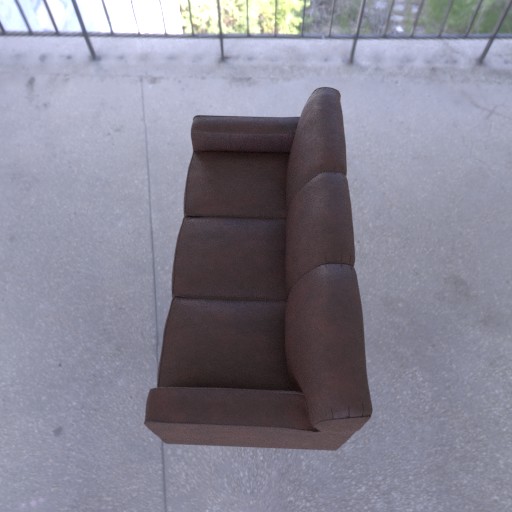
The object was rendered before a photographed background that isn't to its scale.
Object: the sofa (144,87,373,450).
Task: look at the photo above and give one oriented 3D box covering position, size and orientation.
[{"bbox_3d":[0.000,0.000,2.620,1.008,0.953,2.039,2,58,1],"label":"sofa"}]
